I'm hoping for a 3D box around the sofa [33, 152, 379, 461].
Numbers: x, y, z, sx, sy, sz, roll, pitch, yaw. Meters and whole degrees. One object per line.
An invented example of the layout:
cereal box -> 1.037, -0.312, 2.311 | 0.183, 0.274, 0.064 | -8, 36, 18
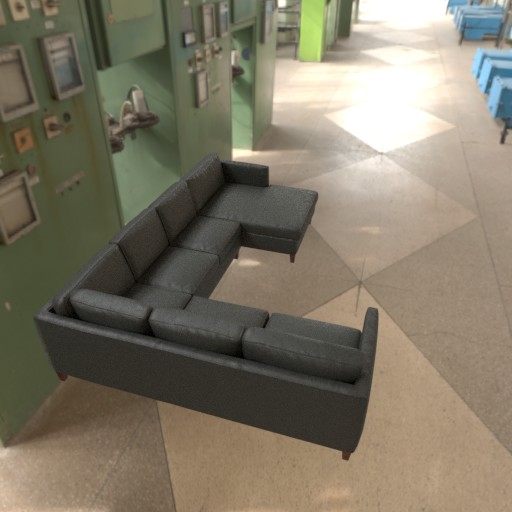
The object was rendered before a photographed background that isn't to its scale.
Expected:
sofa -> 0.000, 0.000, 4.591 | 2.593, 0.923, 3.460 | 10, 35, 14
